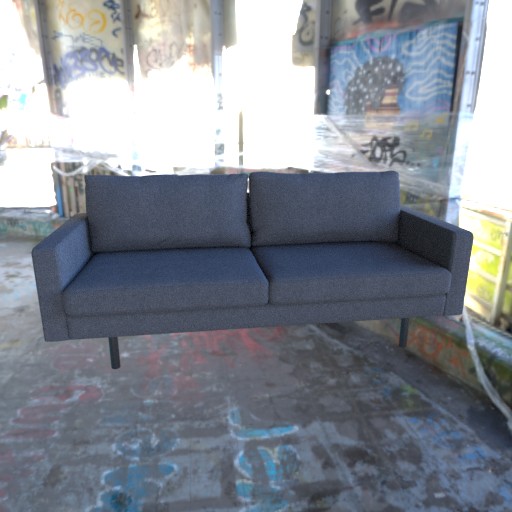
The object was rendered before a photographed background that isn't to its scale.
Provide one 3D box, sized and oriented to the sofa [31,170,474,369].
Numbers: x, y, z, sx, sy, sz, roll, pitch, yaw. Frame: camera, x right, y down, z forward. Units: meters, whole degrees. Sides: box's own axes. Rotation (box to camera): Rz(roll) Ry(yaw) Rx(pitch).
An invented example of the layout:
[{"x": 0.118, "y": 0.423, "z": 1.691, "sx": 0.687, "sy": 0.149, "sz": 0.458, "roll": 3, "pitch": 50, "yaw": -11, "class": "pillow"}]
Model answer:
[{"x": 0.000, "y": 0.000, "z": 2.500, "sx": 2.100, "sy": 0.880, "sz": 0.880, "roll": -2, "pitch": 17, "yaw": -8, "class": "sofa"}]
